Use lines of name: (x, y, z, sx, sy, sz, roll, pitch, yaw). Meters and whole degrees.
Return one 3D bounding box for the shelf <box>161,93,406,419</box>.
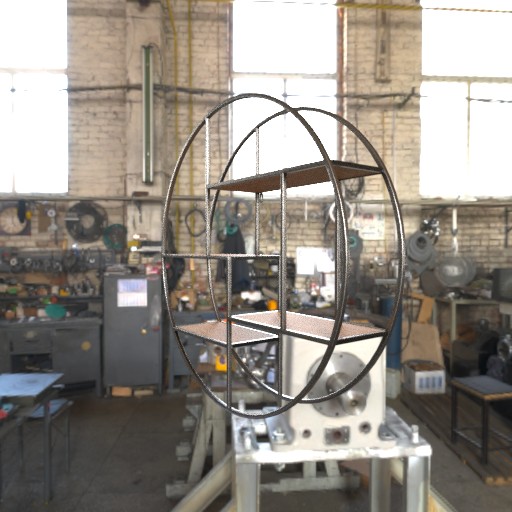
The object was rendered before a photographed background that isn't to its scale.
shelf: (0.000, 0.000, 1.316, 0.202, 0.888, 0.888, -1, 2, -37)
